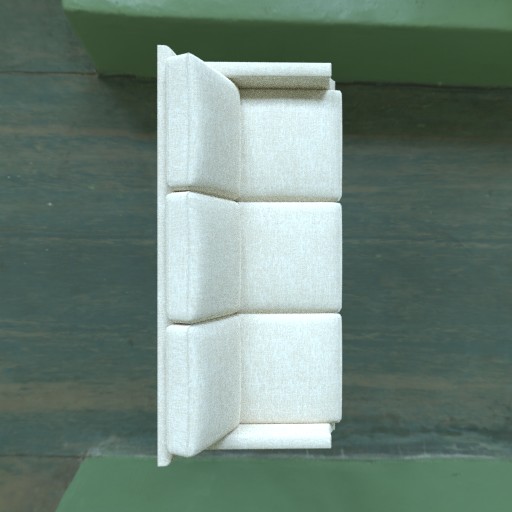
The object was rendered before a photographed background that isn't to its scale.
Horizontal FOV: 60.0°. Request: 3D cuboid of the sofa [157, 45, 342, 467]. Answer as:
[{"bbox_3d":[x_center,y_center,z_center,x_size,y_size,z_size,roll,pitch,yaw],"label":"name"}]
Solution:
[{"bbox_3d":[0.000,0.000,2.658,1.041,0.940,2.210,0,90,-1],"label":"sofa"}]
